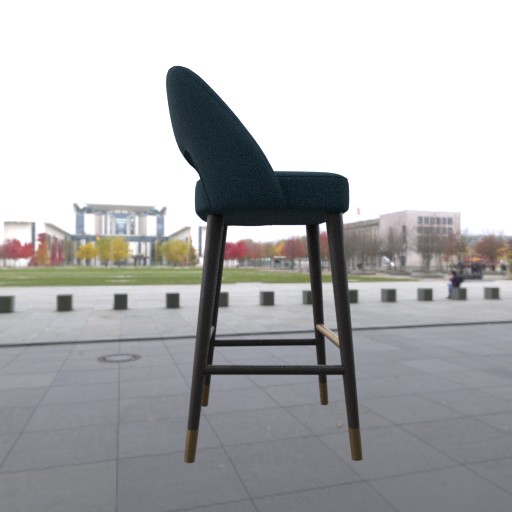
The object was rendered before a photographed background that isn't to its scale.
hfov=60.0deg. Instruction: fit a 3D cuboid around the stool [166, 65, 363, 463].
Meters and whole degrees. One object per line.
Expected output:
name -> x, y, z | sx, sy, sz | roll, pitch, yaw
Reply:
stool -> 0.000, 0.000, 1.335 | 0.522, 1.032, 0.536 | 0, -1, -2
